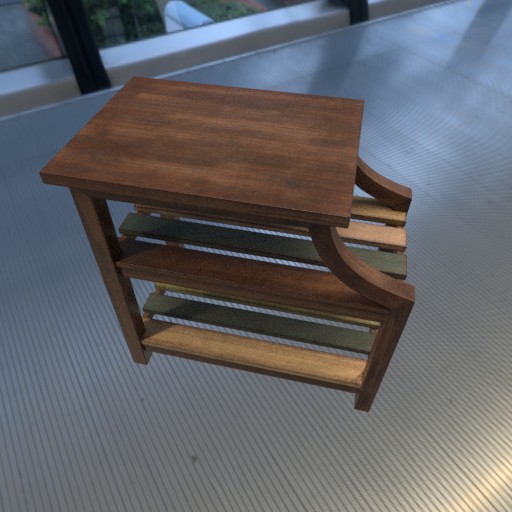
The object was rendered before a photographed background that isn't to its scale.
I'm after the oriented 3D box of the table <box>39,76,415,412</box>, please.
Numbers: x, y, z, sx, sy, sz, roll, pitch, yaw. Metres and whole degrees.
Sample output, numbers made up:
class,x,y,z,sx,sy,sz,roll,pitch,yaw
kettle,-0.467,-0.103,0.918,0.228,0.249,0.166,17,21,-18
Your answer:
class,x,y,z,sx,sy,sz,roll,pitch,yaw
table,0.000,0.000,0.968,0.609,0.584,0.356,9,46,9
